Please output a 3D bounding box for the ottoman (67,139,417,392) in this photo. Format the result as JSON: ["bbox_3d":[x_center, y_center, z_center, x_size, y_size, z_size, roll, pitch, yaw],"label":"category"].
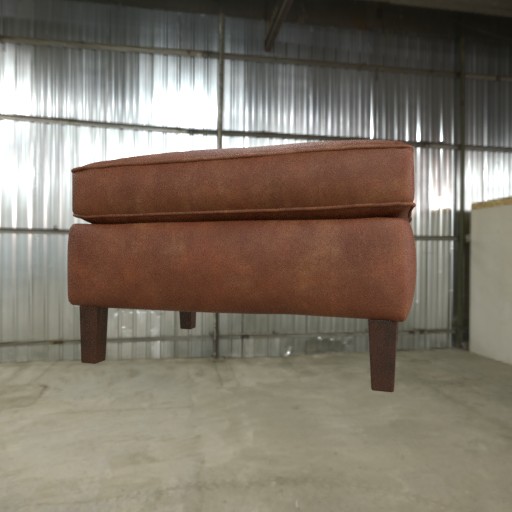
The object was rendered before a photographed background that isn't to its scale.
[{"bbox_3d":[0.000,0.000,0.986,0.665,0.418,0.501,0,1,19],"label":"ottoman"}]
